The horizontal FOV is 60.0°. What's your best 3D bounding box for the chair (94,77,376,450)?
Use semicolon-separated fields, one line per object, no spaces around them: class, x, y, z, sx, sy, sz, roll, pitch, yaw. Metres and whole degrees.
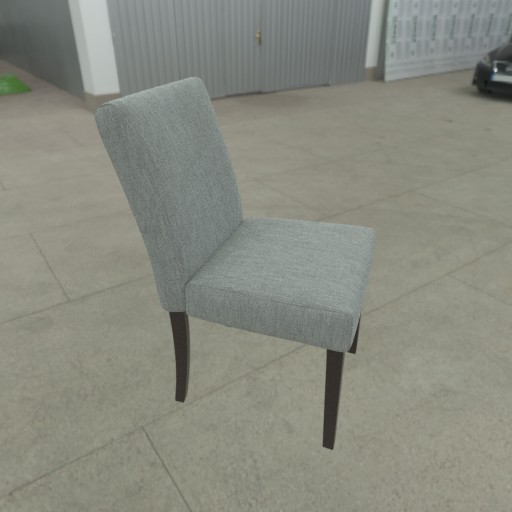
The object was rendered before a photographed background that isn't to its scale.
chair;0.000;0.000;1.265;0.629;0.884;0.487;10;31;17
